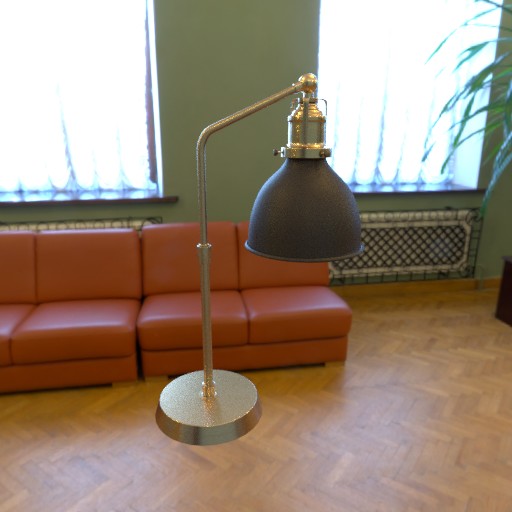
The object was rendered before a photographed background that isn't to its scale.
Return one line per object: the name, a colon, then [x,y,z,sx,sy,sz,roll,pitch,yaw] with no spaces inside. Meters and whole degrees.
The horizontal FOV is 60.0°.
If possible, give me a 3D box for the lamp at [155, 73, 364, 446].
lamp: [0.000,0.000,0.591,0.291,0.456,0.160,-3,16,-10]
